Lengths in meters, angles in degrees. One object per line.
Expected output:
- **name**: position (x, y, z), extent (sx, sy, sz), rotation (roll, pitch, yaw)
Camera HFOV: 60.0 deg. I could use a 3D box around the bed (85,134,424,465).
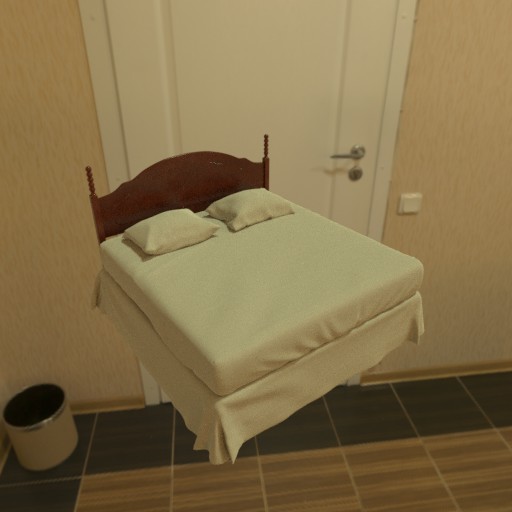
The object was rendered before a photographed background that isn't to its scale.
- **bed**: position (0.000, 0.000, 3.715), extent (2.322, 1.355, 2.219), rotation (-20, 34, -31)
